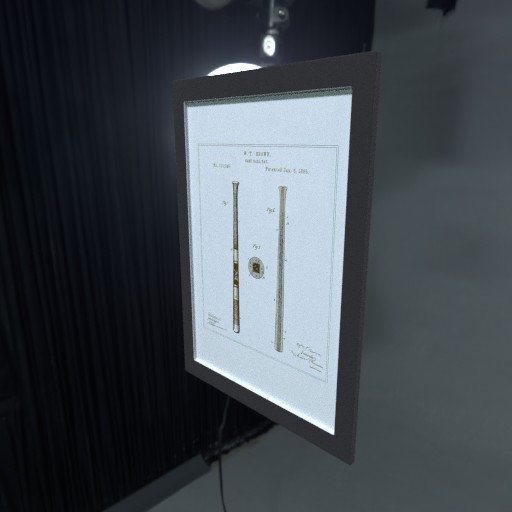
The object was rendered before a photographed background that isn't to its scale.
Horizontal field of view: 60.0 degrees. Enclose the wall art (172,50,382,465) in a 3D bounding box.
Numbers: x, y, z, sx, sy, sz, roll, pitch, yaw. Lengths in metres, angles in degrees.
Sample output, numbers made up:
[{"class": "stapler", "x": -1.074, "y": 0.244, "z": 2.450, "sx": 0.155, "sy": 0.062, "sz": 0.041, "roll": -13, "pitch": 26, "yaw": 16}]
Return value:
[{"class": "wall art", "x": 0.000, "y": 0.000, "z": 0.674, "sx": 0.374, "sy": 0.529, "sz": 0.012, "roll": 14, "pitch": 20, "yaw": 42}]
